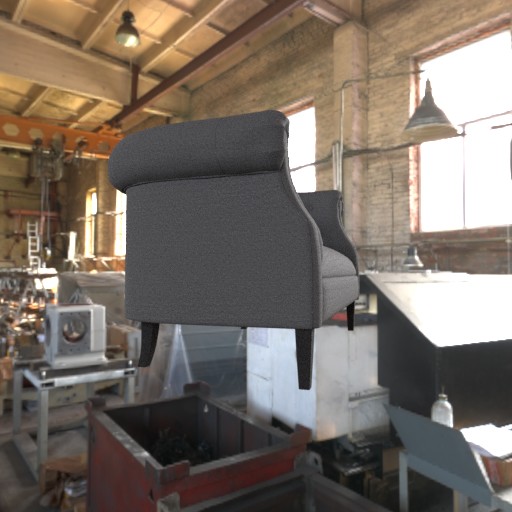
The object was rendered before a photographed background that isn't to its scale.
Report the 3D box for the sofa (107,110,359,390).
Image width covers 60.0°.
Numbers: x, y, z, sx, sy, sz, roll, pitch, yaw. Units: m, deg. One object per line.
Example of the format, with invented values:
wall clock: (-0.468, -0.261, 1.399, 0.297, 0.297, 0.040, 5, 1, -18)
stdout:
sofa: (0.000, 0.000, 2.057, 0.835, 0.827, 1.558, -1, -2, 18)
